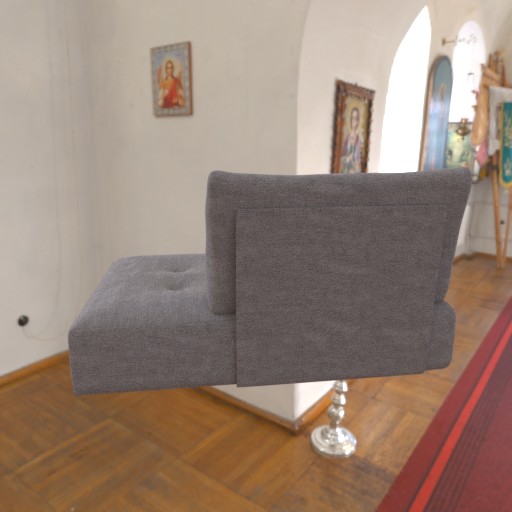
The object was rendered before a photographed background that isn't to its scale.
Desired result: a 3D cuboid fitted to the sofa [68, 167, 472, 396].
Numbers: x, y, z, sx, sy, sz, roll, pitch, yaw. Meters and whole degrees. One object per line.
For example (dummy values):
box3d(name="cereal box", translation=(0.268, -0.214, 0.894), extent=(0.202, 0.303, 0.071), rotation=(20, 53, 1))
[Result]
box3d(name="sofa", translation=(0.000, 0.000, 1.984), extent=(1.450, 0.820, 1.002), rotation=(-2, 14, -8))
